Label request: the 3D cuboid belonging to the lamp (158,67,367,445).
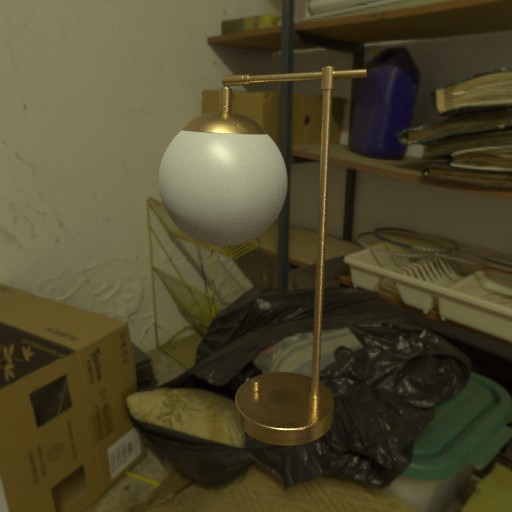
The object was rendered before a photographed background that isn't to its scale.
[{"bbox_3d":[0.000,0.000,0.725,0.324,0.559,0.207,8,18,26],"label":"lamp"}]
